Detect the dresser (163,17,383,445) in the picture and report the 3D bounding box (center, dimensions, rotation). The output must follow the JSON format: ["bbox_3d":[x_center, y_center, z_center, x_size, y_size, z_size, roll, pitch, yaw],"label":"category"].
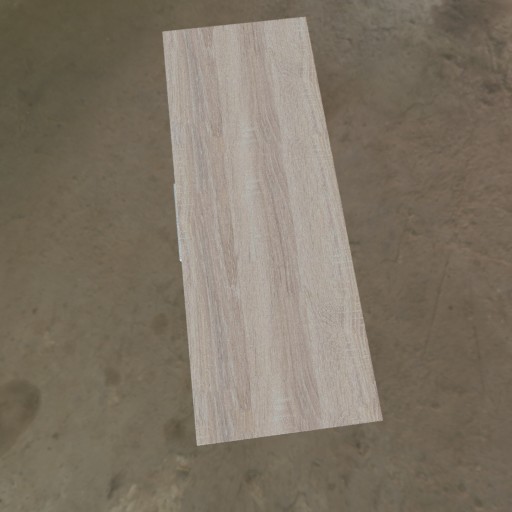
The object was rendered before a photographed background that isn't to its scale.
[{"bbox_3d":[0.000,0.000,1.430,0.380,0.900,0.980,-7,74,-2],"label":"dresser"}]
